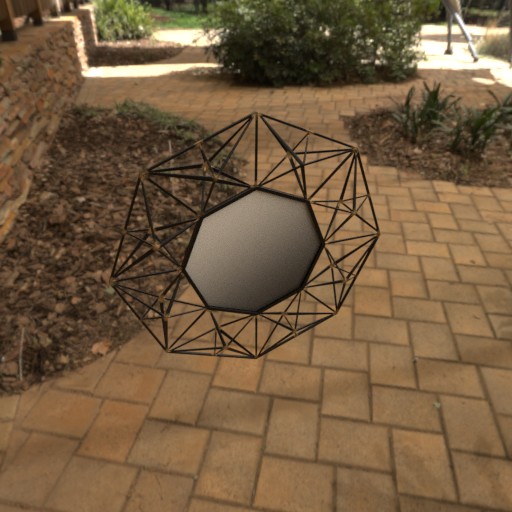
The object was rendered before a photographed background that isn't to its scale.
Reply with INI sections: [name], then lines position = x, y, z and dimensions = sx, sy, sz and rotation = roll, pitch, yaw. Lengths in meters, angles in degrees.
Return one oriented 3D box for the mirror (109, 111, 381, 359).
[mirror]
position = 0.000, 0.000, 1.109
dimensions = 0.710, 0.710, 0.094
rotation = -10, 34, -16
